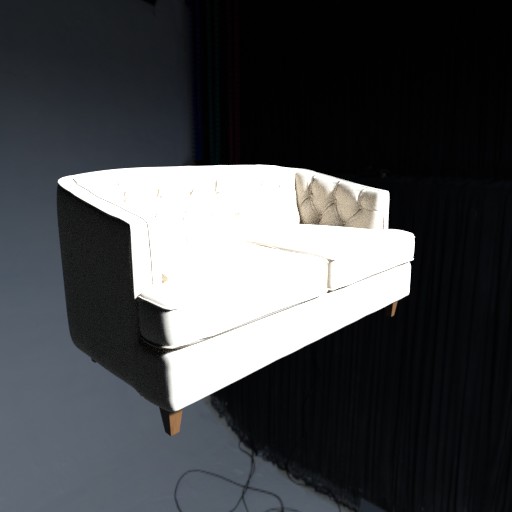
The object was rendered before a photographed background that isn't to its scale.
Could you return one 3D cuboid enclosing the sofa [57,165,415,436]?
[{"bbox_3d":[0.000,0.000,2.232,0.940,0.878,1.731,12,18,42],"label":"sofa"}]
